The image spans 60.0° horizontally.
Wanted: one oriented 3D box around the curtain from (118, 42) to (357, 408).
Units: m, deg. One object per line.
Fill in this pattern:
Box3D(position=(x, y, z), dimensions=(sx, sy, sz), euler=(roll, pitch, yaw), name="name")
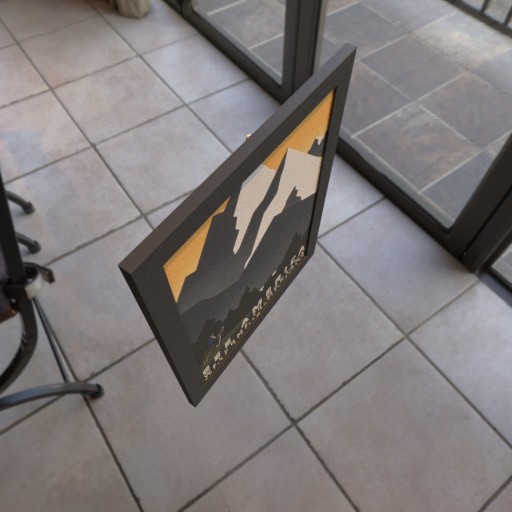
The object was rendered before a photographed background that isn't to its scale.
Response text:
Box3D(position=(0.000, 0.000, 0.815), dimensions=(0.027, 0.585, 0.483), euler=(31, 63, 18), name="curtain")
